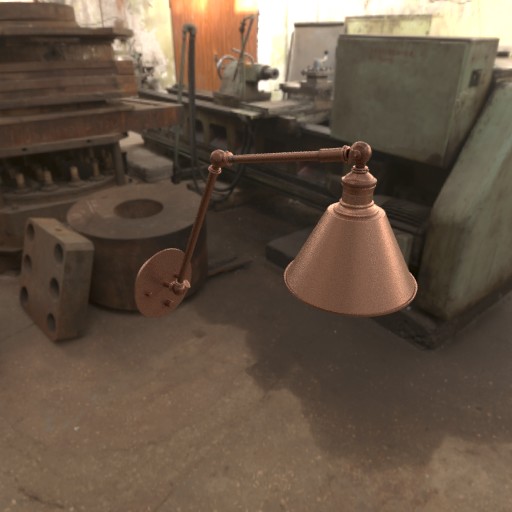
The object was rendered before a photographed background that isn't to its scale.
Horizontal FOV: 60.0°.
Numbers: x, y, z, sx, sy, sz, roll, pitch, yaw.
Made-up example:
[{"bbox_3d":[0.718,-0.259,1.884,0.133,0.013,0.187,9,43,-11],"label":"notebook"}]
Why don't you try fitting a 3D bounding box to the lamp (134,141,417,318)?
[{"bbox_3d":[0.000,0.000,0.881,0.624,0.502,0.223,19,32,32],"label":"lamp"}]
